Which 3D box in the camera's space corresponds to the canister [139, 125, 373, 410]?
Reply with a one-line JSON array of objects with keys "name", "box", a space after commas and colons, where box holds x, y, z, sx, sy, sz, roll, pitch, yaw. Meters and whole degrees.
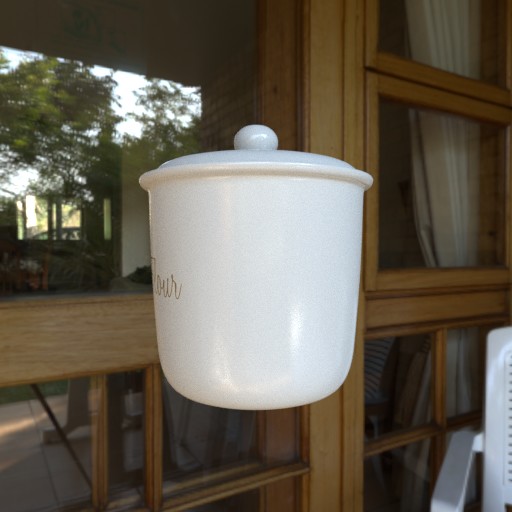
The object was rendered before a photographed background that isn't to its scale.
[{"name": "canister", "box": [0.000, 0.000, 0.357, 0.182, 0.208, 0.182, 0, 1, 0]}]
